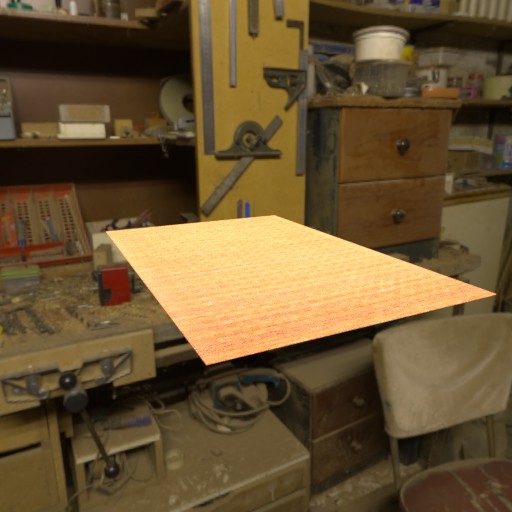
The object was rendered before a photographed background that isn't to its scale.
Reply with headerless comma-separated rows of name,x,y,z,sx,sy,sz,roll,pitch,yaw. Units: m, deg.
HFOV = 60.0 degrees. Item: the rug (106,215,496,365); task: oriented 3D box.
rug,0.000,0.000,2.856,1.524,0.006,2.285,-8,18,-25
